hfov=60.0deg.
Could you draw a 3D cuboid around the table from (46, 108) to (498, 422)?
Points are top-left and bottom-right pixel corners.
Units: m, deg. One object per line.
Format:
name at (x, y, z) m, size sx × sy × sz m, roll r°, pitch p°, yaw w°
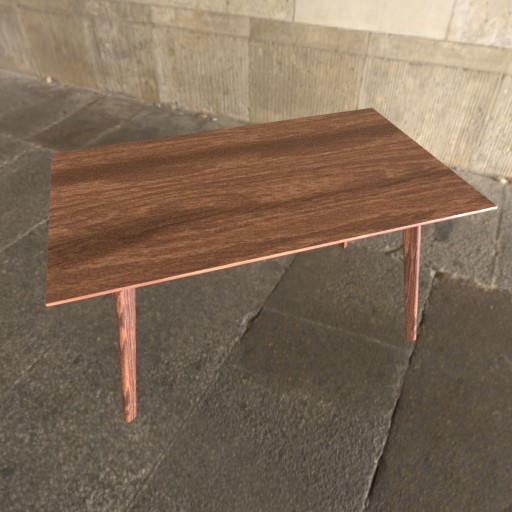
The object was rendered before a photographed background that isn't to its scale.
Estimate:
table at (0.000, 0.000, 1.771) m, size 1.349 × 0.724 × 0.801 m, roll -12°, pitch 43°, yaw -13°
